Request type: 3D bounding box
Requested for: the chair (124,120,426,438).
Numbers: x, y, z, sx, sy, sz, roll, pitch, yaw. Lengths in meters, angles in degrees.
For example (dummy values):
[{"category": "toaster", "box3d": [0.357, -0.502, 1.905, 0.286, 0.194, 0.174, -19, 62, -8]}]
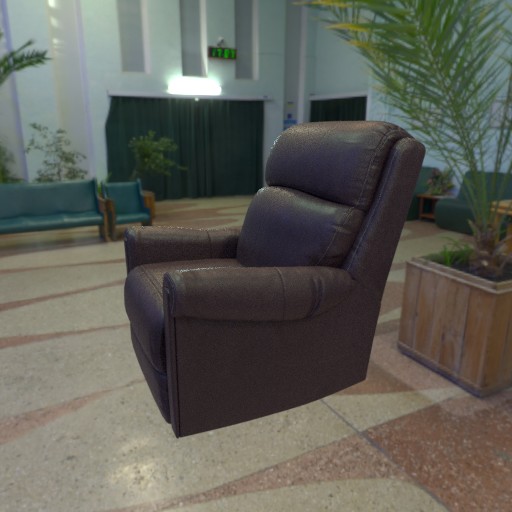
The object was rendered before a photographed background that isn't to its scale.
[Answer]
[{"category": "chair", "box3d": [0.000, 0.000, 1.805, 1.014, 1.054, 0.838, -7, 17, -24]}]
